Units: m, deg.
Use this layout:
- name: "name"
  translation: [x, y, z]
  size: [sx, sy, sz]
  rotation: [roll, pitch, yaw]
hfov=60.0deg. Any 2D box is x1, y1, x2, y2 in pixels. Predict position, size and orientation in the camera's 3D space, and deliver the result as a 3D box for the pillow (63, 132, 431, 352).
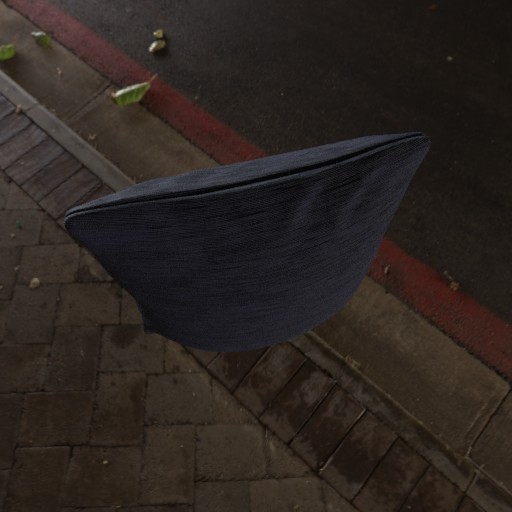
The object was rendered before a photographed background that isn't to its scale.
- name: "pillow"
  translation: [0.000, 0.000, 0.675]
  size: [0.432, 0.414, 0.246]
  rotation: [-14, 64, -7]
